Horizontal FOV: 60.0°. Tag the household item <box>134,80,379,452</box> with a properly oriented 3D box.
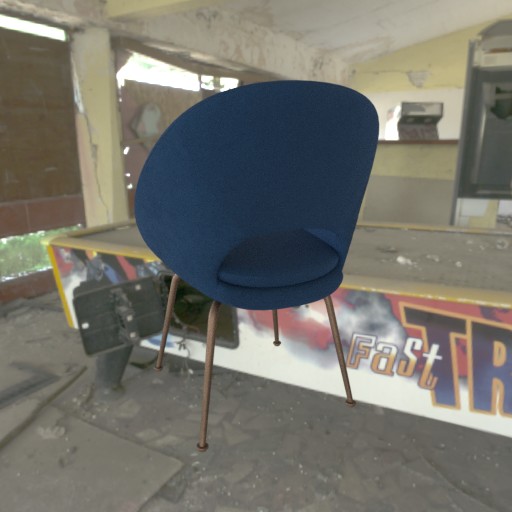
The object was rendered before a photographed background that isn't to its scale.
[{"bbox_3d":[0.000,0.000,1.238,0.623,0.852,0.573,-6,15,-25],"label":"household item"}]
